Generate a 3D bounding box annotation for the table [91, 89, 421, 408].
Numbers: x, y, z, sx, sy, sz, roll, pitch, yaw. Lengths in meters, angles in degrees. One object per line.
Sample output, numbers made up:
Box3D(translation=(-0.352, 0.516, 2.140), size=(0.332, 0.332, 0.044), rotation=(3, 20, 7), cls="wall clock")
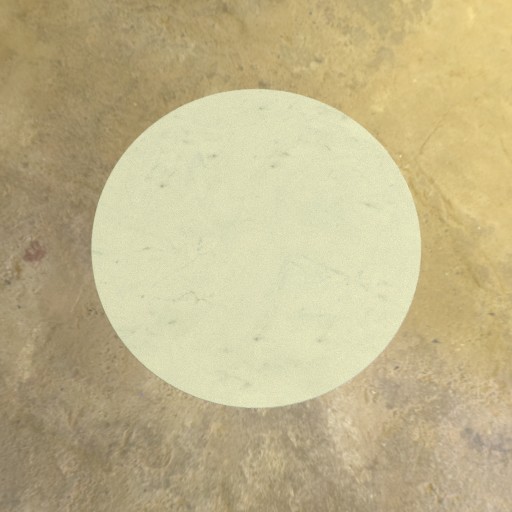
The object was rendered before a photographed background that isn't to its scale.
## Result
Box3D(translation=(0.000, 0.000, 1.296), size=(0.800, 0.450, 0.800), rotation=(0, 77, 0), cls="table")
